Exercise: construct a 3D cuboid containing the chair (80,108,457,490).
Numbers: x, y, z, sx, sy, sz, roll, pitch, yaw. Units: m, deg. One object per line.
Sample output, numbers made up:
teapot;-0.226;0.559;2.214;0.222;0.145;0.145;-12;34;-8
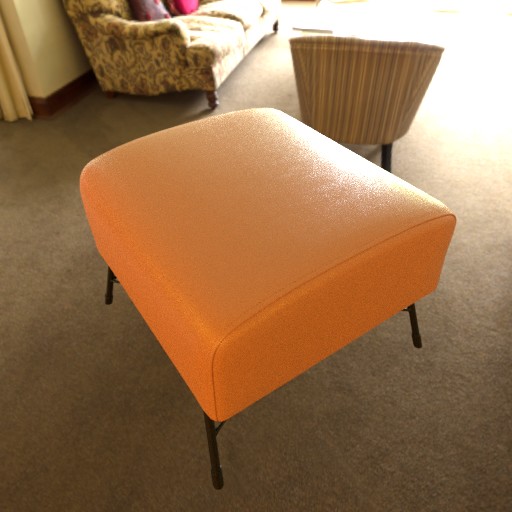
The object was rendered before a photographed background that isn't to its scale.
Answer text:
chair;0.000;0.000;0.887;0.530;0.410;0.530;-25;47;-25
